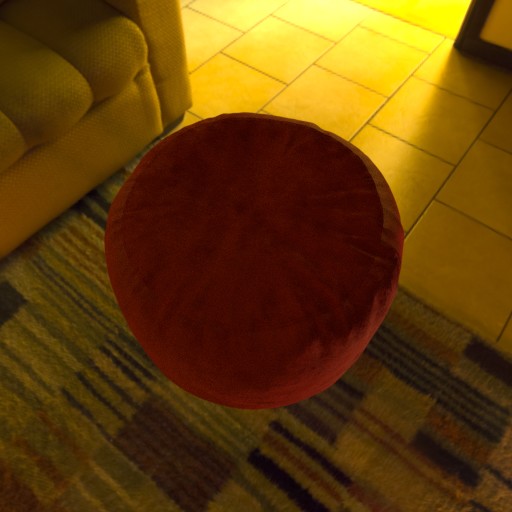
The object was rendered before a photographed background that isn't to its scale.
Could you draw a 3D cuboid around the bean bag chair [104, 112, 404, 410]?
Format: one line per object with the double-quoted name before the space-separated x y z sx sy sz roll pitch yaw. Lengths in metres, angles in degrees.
"bean bag chair" 0.000 0.000 1.964 1.219 0.762 1.219 0 58 0
